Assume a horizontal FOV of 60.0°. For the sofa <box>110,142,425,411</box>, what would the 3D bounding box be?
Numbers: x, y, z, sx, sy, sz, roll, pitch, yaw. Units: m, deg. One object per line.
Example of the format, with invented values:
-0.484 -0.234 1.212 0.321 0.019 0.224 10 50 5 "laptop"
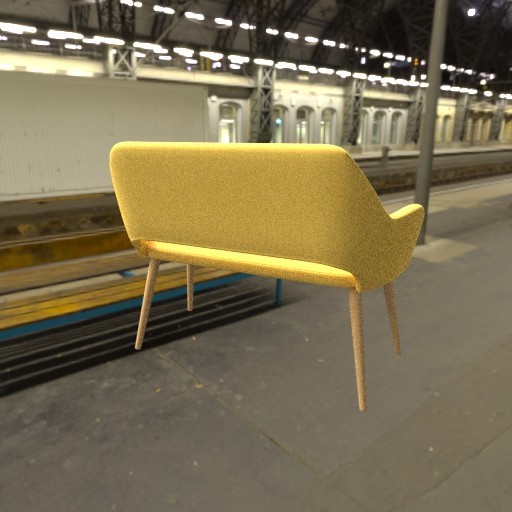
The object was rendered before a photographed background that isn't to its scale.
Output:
0.000 0.000 1.676 1.150 0.840 0.610 8 17 26 "sofa"
